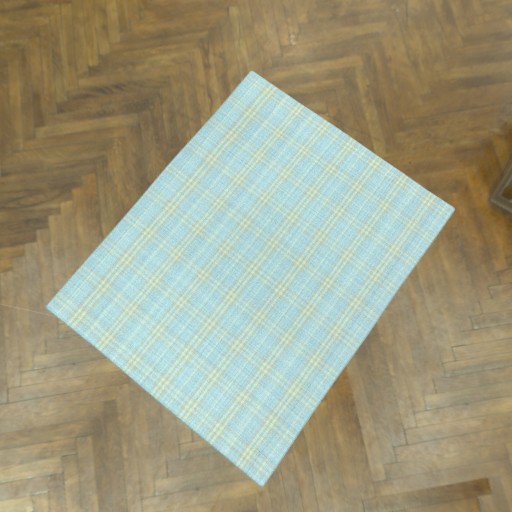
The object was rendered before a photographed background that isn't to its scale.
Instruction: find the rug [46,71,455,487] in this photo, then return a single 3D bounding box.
[{"bbox_3d":[0.000,0.000,4.102,2.462,0.030,3.066,37,79,8],"label":"rug"}]
